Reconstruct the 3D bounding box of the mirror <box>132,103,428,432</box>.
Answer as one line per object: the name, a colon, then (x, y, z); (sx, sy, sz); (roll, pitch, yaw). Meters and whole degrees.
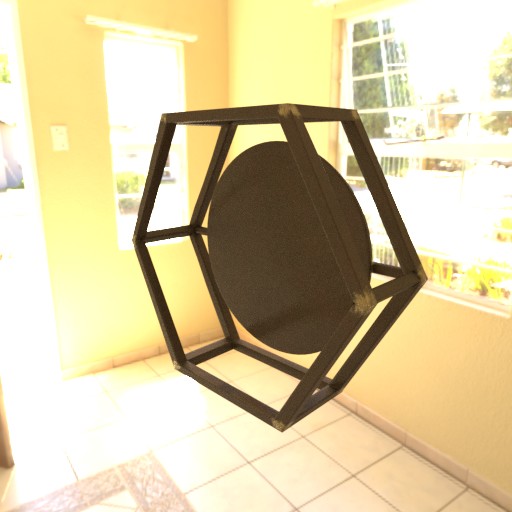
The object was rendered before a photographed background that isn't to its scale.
mirror: (0.000, 0.000, 0.538); (0.380, 0.334, 0.119); (14, 20, 43)
